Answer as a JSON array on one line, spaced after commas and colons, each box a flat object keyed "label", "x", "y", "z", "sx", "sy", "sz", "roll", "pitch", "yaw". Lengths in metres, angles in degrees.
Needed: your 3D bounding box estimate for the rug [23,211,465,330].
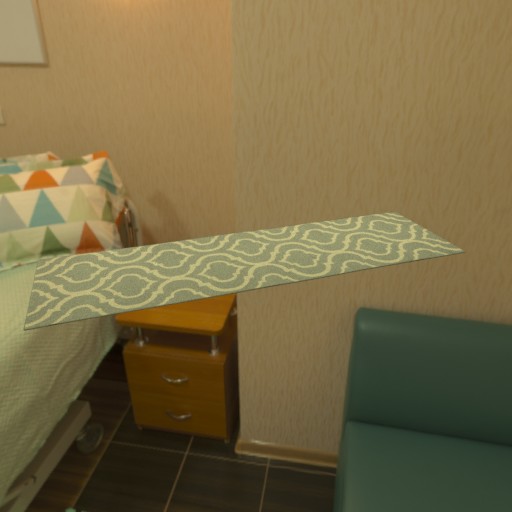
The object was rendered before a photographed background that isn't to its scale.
[{"label": "rug", "x": 0.000, "y": 0.000, "z": 2.457, "sx": 2.275, "sy": 0.009, "sz": 0.684, "roll": -9, "pitch": 28, "yaw": -17}]
